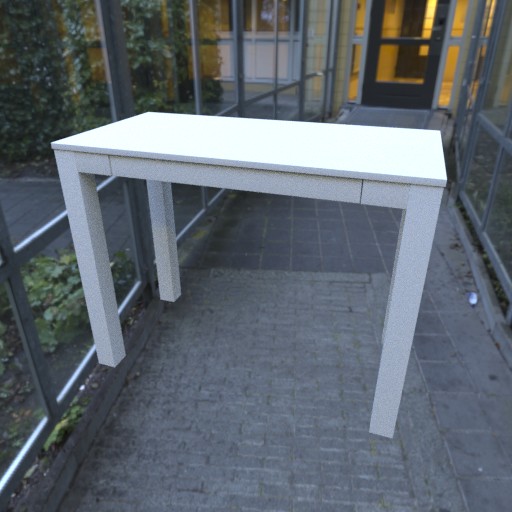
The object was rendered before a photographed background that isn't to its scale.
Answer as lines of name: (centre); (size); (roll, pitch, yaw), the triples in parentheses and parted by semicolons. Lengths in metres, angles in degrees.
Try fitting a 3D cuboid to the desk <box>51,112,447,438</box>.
desk: (0.000, 0.000, 1.429); (0.990, 0.762, 0.497); (9, 29, 17)
